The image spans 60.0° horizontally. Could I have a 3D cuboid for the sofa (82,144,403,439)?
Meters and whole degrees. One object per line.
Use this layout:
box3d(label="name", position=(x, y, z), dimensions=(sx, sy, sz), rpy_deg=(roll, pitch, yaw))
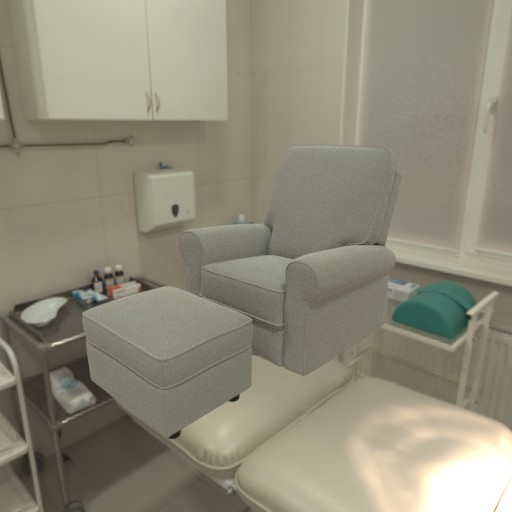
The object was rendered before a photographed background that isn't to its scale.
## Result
box3d(label="sofa", position=(0.000, 0.000, 2.051), dimensions=(0.880, 0.959, 1.478), rpy_deg=(15, 22, 41))
